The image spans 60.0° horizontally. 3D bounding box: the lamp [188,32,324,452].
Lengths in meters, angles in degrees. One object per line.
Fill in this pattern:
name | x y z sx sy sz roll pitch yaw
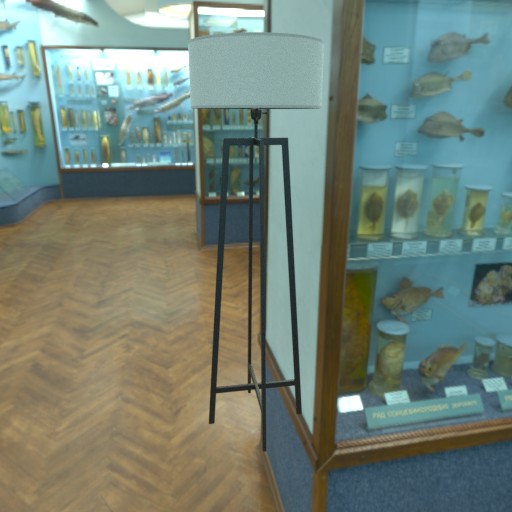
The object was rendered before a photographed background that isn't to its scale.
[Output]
lamp | 0.000 0.000 1.734 0.456 1.510 0.457 -3 18 -9
